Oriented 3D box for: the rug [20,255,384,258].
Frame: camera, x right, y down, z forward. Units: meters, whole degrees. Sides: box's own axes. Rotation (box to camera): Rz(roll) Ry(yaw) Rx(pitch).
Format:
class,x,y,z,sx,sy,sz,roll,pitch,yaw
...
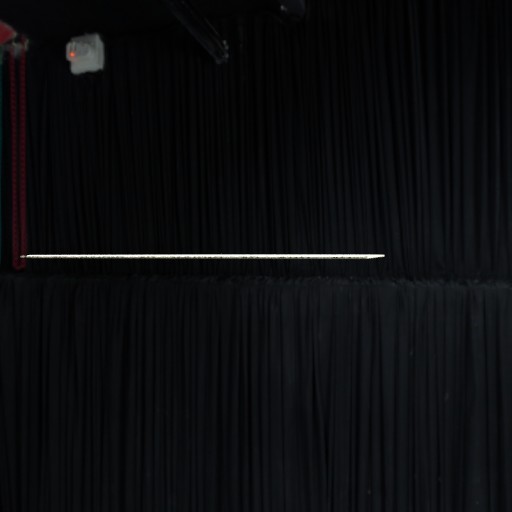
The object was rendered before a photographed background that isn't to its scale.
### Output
class,x,y,z,sx,sy,sz,roll,pitch,yaw
rug,0.000,0.000,2.820,1.514,0.011,2.233,0,0,18
